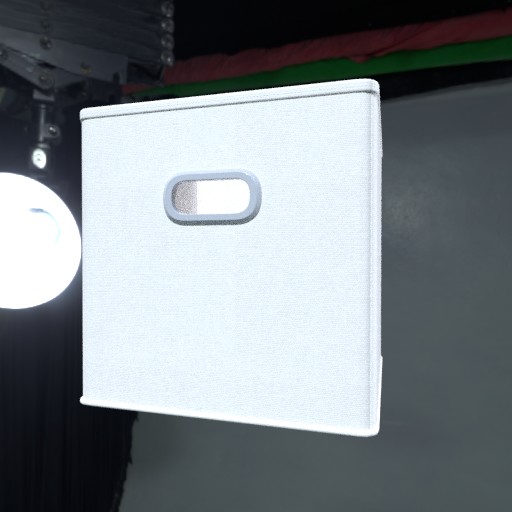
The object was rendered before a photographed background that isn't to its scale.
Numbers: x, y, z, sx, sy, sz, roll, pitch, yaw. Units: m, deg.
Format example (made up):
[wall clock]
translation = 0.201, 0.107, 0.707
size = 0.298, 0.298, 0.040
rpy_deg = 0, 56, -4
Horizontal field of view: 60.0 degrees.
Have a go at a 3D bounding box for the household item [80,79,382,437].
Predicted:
[household item]
translation = 0.000, 0.000, 0.559
size = 0.305, 0.305, 0.305
rpy_deg = 0, 1, 16
